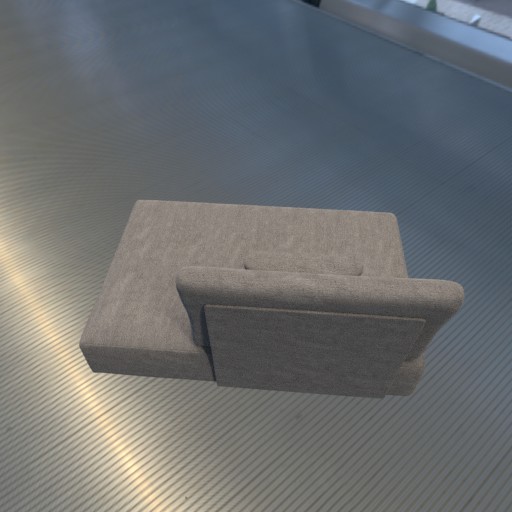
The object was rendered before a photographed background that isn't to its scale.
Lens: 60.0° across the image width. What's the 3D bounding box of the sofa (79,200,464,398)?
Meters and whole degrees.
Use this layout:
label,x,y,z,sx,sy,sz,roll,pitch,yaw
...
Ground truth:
label,x,y,z,sx,sy,sz,roll,pitch,yaw
sofa,0.000,0.000,2.003,1.450,0.820,1.002,3,47,3
